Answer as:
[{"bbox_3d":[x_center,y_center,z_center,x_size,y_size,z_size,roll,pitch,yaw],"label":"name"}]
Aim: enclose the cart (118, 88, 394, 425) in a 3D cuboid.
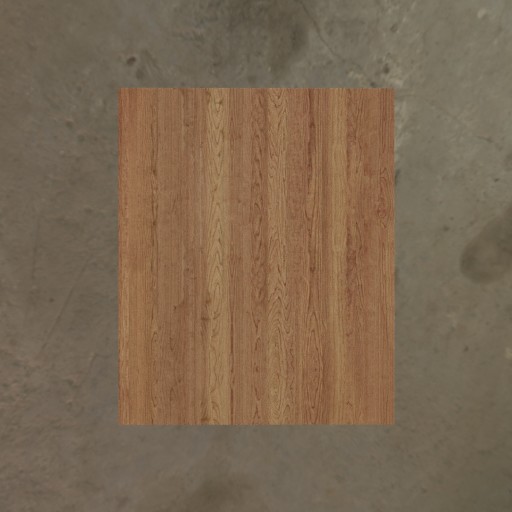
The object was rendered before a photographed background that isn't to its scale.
[{"bbox_3d":[0.000,0.000,1.075,0.558,0.603,0.666,0,90,0],"label":"cart"}]
